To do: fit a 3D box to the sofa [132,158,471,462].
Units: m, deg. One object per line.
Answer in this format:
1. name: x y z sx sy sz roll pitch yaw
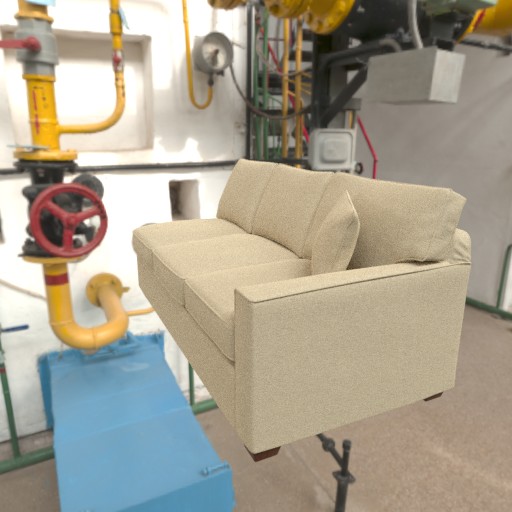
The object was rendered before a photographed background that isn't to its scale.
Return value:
1. sofa: 0.000 0.000 2.472 1.034 0.946 1.963 -8 18 -25
